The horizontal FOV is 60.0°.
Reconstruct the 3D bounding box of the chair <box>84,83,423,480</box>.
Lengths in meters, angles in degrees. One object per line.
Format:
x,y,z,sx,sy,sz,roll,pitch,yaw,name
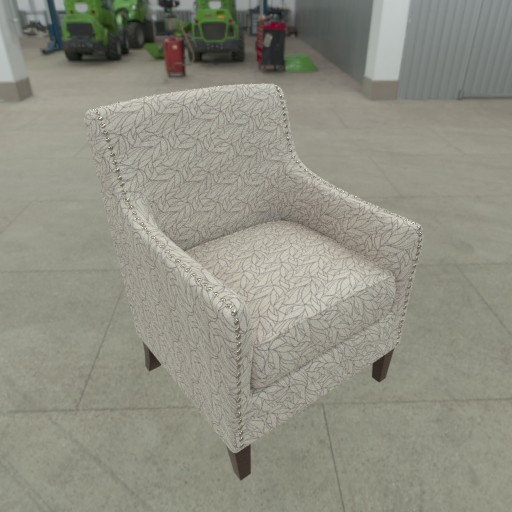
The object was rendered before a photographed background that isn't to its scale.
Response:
0.000,0.000,1.258,0.623,0.816,0.651,-21,37,-31,chair
